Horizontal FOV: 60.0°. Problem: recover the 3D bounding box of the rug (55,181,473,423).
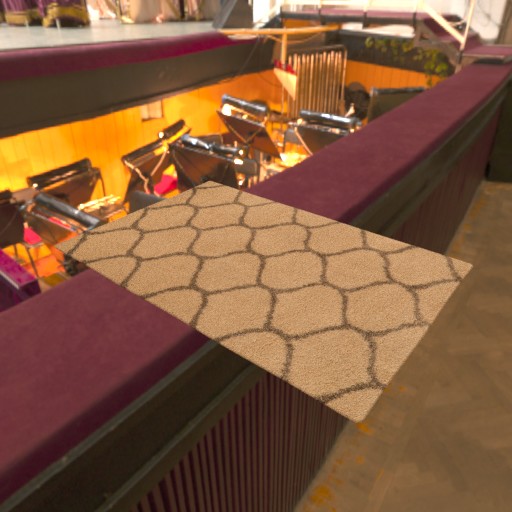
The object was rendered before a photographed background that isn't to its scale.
[{"bbox_3d":[0.000,0.000,3.410,2.701,0.026,1.801,22,38,32],"label":"rug"}]
